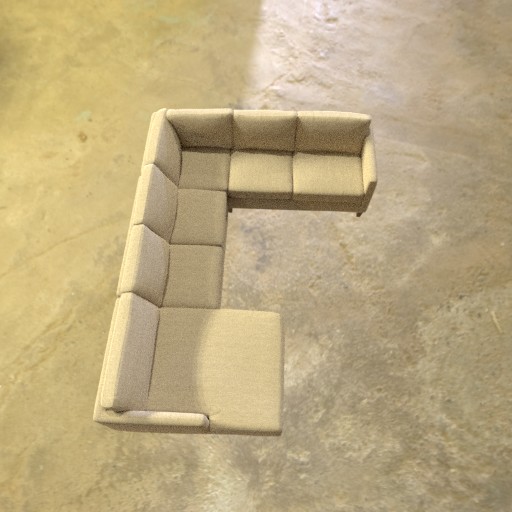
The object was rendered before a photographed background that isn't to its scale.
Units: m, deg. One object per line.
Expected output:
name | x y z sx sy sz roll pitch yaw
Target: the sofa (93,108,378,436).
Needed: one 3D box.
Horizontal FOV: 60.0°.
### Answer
sofa | 0.000 0.000 4.608 2.594 0.961 3.460 2 63 1
